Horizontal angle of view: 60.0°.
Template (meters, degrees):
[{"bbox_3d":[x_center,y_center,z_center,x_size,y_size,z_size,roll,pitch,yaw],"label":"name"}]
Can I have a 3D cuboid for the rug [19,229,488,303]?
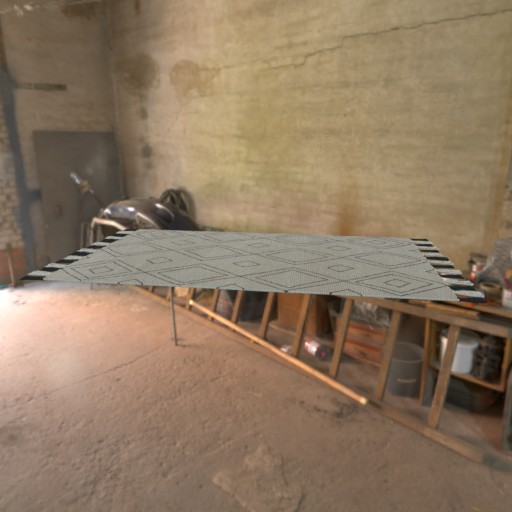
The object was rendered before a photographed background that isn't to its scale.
[{"bbox_3d":[0.000,0.000,3.249,2.755,0.021,1.524,2,15,8],"label":"rug"}]
